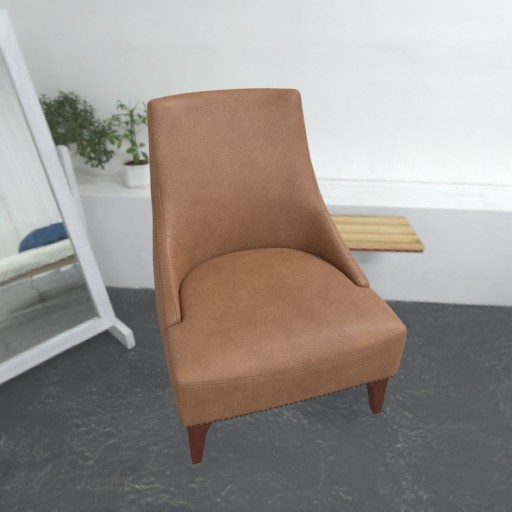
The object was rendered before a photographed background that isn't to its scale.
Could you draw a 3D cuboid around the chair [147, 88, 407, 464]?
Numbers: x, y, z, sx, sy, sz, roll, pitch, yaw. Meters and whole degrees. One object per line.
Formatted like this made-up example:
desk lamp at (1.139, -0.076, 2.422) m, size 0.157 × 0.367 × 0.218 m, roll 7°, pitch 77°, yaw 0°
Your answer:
chair at (0.000, 0.000, 1.496) m, size 0.701 × 0.909 × 0.861 m, roll -9°, pitch 34°, yaw -14°
